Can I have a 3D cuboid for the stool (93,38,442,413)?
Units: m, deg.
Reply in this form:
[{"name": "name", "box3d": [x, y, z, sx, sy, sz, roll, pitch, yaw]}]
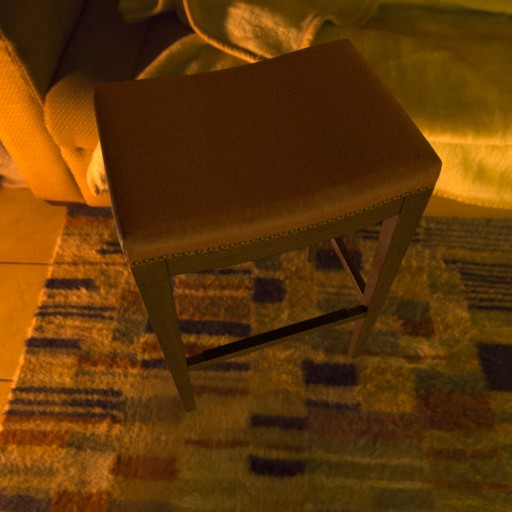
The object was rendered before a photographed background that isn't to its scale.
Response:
[{"name": "stool", "box3d": [0.000, 0.000, 0.985, 0.500, 0.759, 0.361, -15, 58, -10]}]
